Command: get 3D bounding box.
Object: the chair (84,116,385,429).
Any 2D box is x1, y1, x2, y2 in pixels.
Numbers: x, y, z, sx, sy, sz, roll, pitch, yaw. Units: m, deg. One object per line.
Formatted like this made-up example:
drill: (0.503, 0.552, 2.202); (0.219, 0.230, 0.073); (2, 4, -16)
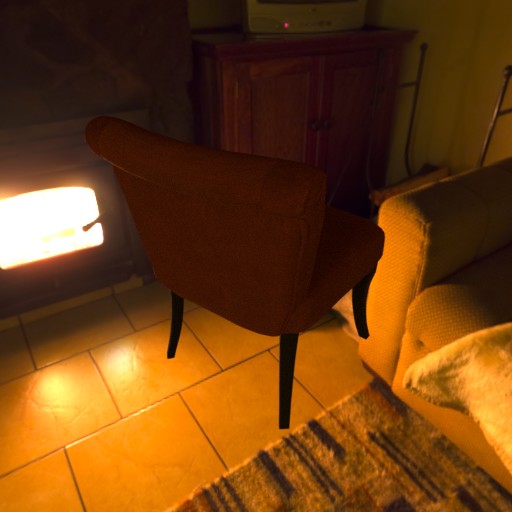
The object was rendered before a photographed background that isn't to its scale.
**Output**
chair: (0.000, 0.000, 1.185); (0.582, 0.750, 0.605); (21, 38, 30)
